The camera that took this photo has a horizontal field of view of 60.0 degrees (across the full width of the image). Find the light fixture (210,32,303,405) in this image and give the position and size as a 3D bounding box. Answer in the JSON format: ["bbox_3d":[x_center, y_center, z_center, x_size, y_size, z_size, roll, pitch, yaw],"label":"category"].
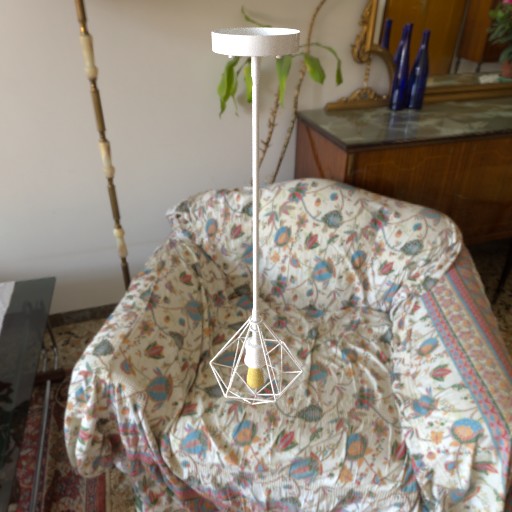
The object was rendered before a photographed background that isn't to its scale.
[{"bbox_3d":[0.000,0.000,1.944,0.431,1.764,0.487,22,38,31],"label":"light fixture"}]
